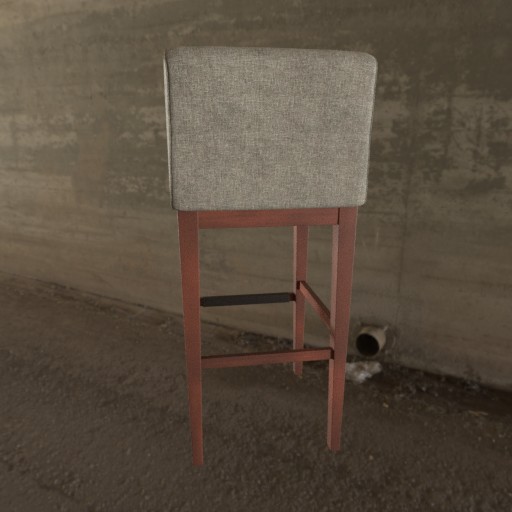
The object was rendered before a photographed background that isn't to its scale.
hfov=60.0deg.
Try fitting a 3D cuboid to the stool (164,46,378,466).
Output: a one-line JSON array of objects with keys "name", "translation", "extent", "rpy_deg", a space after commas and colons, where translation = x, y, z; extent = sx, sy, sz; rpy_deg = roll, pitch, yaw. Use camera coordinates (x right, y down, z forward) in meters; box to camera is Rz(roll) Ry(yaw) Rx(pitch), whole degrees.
[{"name": "stool", "translation": [0.000, 0.000, 1.200], "extent": [0.426, 0.965, 0.499], "rpy_deg": [-2, 15, -9]}]
